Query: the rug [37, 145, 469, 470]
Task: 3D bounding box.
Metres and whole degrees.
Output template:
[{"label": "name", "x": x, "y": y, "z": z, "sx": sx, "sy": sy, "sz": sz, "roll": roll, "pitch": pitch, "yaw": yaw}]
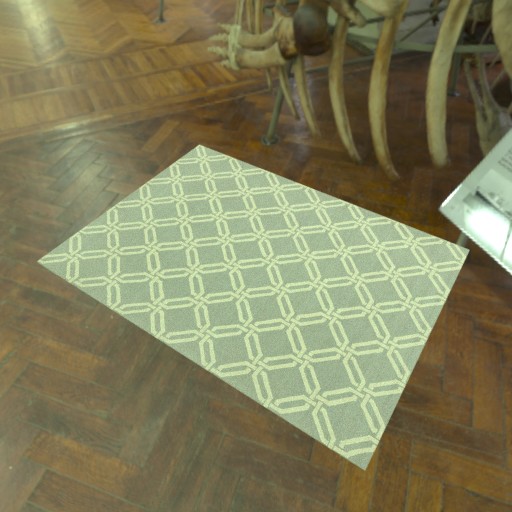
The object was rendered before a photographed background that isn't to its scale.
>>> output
[{"label": "rug", "x": 0.000, "y": 0.000, "z": 4.243, "sx": 3.353, "sy": 0.013, "sz": 2.438, "roll": 26, "pitch": 51, "yaw": 23}]
